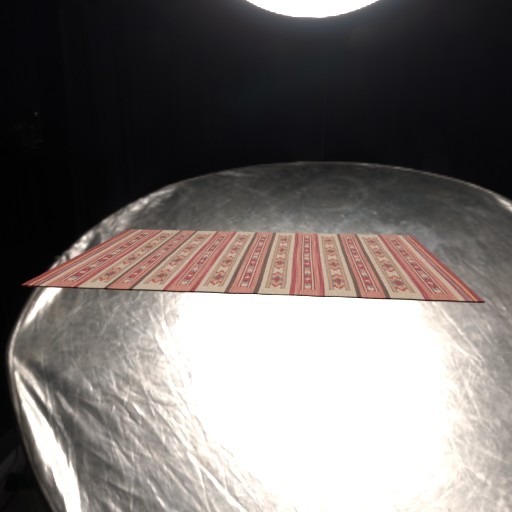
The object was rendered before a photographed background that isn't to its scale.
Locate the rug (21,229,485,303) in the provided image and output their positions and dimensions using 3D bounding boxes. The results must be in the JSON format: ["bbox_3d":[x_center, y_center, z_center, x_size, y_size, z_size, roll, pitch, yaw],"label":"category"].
[{"bbox_3d":[0.000,0.000,3.036,2.431,0.010,1.535,2,15,6],"label":"rug"}]
